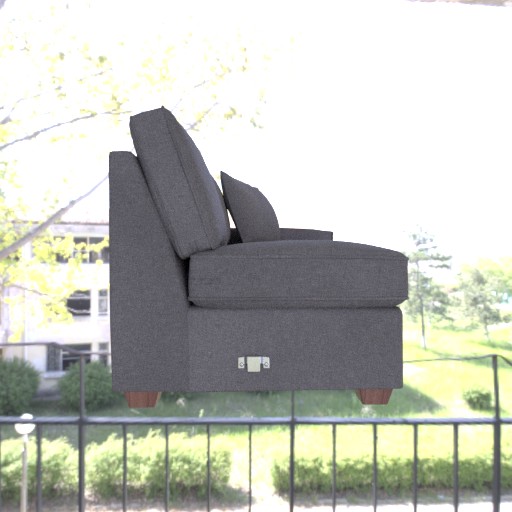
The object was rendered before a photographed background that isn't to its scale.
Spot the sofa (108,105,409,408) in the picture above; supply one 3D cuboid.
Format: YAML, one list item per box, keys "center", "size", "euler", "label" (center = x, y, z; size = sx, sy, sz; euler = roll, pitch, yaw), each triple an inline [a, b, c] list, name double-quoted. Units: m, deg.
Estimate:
- center: [0.000, 0.000, 2.094]
  size: [0.991, 0.989, 1.388]
  euler: [0, 0, -1]
  label: "sofa"
